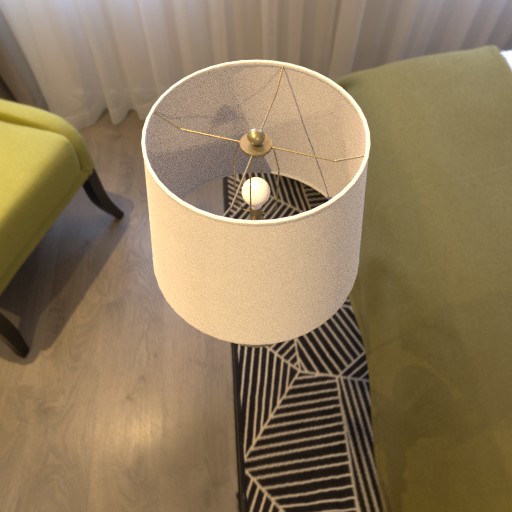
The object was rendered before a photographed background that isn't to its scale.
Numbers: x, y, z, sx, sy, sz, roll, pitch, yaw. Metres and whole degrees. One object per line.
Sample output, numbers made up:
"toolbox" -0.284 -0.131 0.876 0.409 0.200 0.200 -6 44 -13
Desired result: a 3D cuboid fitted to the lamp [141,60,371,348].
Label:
"lamp" 0.000 0.000 0.537 0.239 0.399 0.239 0 59 0
